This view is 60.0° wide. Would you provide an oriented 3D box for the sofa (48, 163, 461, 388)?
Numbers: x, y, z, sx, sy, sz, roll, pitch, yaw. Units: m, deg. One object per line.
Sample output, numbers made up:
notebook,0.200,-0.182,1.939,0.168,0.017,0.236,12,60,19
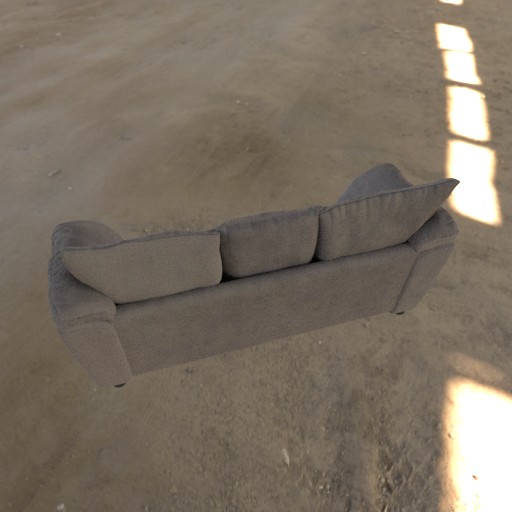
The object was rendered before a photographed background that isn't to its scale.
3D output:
sofa,0.000,0.000,2.773,2.336,1.073,0.878,-12,43,-13
